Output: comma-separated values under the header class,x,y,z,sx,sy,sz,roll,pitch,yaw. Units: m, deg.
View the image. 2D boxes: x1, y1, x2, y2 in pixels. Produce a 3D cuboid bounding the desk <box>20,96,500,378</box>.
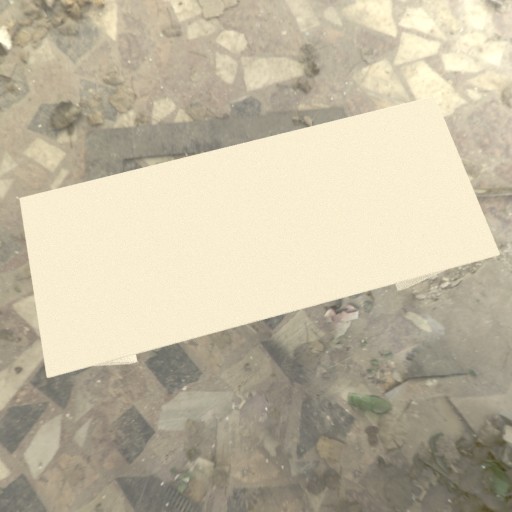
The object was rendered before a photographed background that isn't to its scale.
class,x,y,z,sx,sy,sz,roll,pitch,yaw
desk,0.000,0.000,1.730,1.372,0.774,0.559,-15,77,-4
